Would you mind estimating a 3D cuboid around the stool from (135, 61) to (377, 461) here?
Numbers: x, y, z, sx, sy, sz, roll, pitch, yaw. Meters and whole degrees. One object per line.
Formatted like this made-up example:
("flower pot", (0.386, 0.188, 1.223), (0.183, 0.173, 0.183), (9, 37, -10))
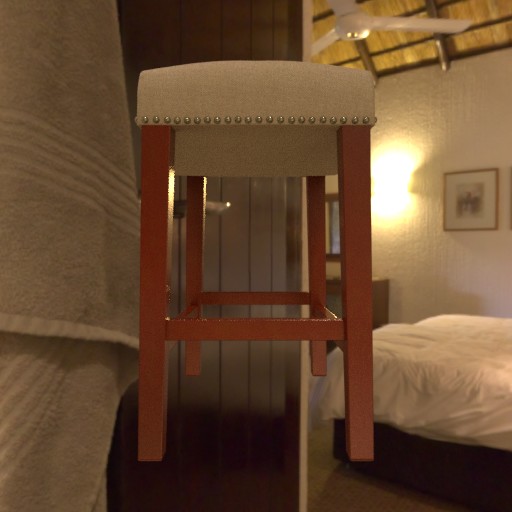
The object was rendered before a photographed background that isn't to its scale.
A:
("stool", (0.000, 0.000, 0.932), (0.375, 0.632, 0.509), (0, 1, 0))
